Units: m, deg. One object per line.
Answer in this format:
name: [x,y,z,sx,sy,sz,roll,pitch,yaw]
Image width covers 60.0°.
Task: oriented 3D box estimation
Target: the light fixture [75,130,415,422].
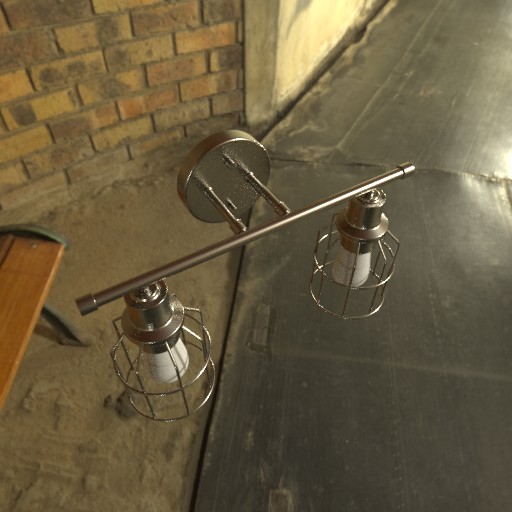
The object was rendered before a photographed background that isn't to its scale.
light fixture: [0.000,0.000,0.537,0.406,0.254,0.165,-24,52,-21]
